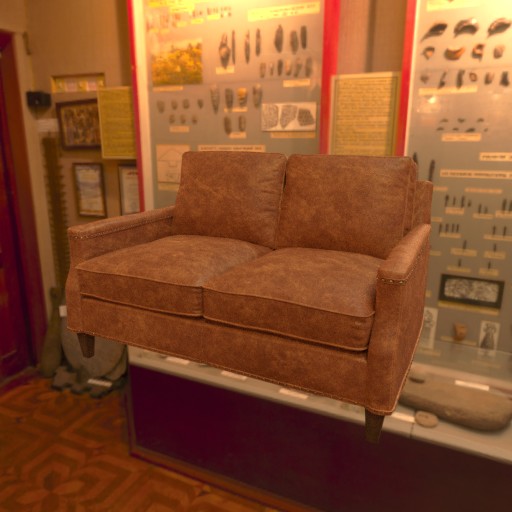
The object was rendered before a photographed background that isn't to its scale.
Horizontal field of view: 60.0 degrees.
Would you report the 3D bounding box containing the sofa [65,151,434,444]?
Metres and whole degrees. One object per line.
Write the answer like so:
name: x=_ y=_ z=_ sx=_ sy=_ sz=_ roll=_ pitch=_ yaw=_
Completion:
sofa: x=0.000 y=0.000 z=2.229 sx=1.597 sy=1.003 sz=1.084 roll=7 pitch=17 yaw=26
